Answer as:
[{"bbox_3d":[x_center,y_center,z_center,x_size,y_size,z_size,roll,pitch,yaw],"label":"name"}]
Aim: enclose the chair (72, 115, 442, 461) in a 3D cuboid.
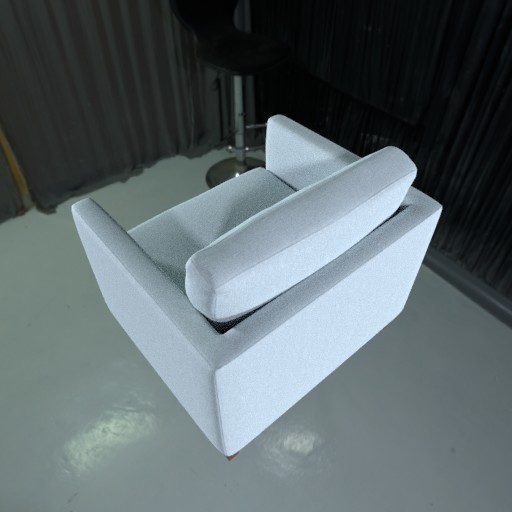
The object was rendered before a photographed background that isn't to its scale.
[{"bbox_3d":[0.000,0.000,1.853,1.107,0.961,0.953,-32,54,-27],"label":"chair"}]
